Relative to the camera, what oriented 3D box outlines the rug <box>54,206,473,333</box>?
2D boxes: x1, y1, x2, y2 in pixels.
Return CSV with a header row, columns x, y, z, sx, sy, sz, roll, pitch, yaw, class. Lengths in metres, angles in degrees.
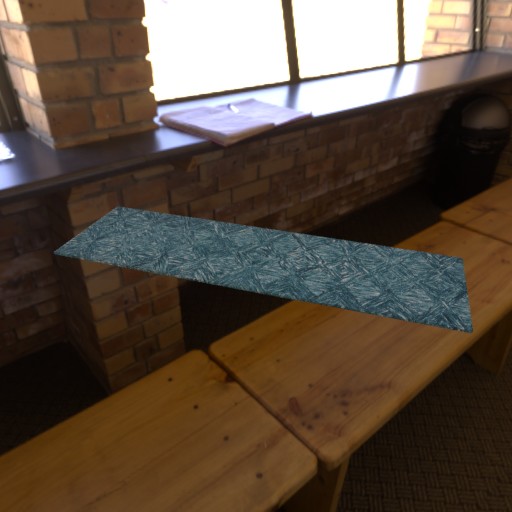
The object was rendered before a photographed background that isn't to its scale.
x,y,z,sx,sy,sz,roll,pitch,yaw,class
0.000,0.000,2.581,2.286,0.016,0.676,10,32,15,rug
